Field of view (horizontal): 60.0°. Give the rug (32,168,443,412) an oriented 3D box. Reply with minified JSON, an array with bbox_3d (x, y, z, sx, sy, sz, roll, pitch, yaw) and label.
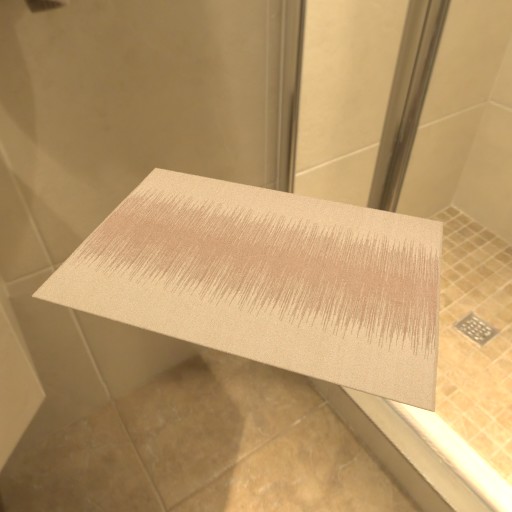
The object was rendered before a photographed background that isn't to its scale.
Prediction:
[{"bbox_3d":[0.000,0.000,2.325,1.850,0.006,1.234,13,44,14],"label":"rug"}]
